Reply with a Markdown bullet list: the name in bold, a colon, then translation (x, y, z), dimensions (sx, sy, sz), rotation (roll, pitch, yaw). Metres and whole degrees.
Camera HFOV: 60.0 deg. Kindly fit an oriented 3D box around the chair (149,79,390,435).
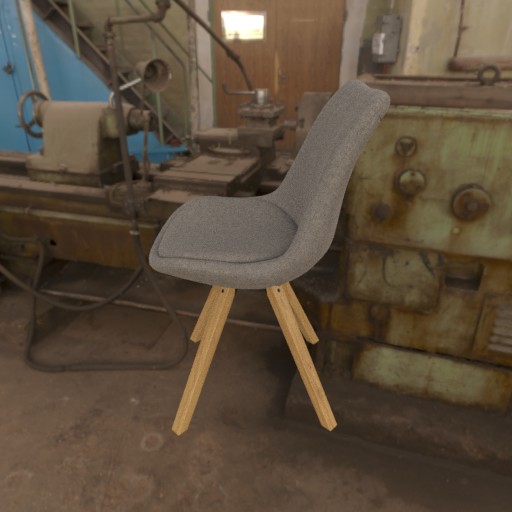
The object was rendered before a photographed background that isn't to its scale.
- **chair**: translation (0.000, 0.000, 1.194), dimensions (0.550, 0.865, 0.483), rotation (0, 27, 0)
